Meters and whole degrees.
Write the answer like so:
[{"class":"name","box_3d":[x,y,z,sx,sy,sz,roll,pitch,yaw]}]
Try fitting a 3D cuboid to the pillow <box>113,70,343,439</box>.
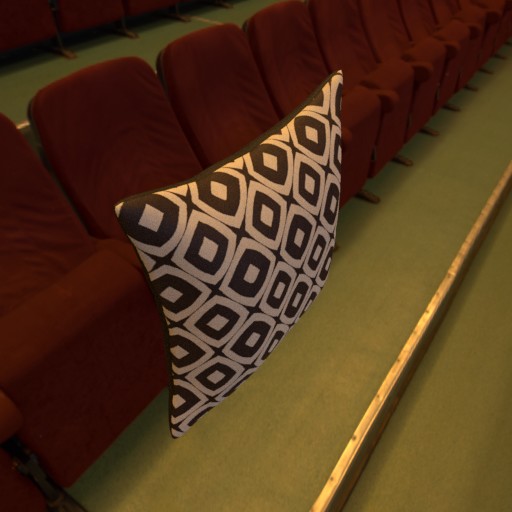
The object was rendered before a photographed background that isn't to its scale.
[{"class":"pillow","box_3d":[0.000,0.000,0.770,0.188,0.494,0.504,25,47,26]}]
